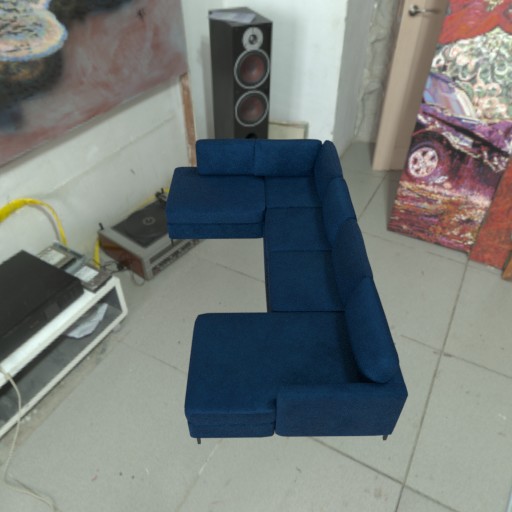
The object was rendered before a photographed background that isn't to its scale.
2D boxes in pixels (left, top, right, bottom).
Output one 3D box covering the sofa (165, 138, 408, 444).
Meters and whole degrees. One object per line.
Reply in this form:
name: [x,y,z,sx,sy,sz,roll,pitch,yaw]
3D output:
sofa: [0.000,0.000,4.442,2.055,0.992,3.434,0,41,0]
